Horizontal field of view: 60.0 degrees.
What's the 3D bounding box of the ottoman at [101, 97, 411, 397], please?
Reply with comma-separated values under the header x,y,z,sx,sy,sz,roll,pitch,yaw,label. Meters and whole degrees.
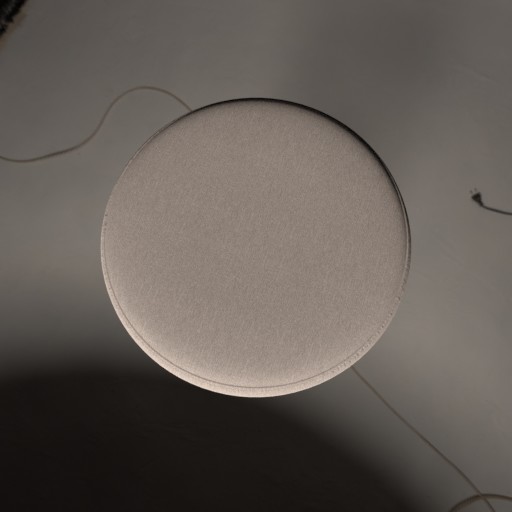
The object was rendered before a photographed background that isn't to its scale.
x,y,z,sx,sy,sz,roll,pitch,yaw,label
0.000,0.000,1.019,0.608,0.433,0.608,0,75,0,ottoman
